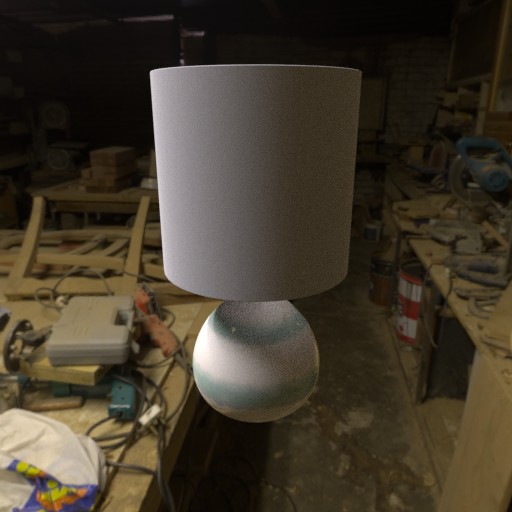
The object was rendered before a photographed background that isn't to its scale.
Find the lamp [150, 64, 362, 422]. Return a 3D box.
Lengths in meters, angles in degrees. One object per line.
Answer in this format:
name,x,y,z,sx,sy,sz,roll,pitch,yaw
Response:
lamp,0.000,0.000,0.529,0.217,0.404,0.217,3,19,8
